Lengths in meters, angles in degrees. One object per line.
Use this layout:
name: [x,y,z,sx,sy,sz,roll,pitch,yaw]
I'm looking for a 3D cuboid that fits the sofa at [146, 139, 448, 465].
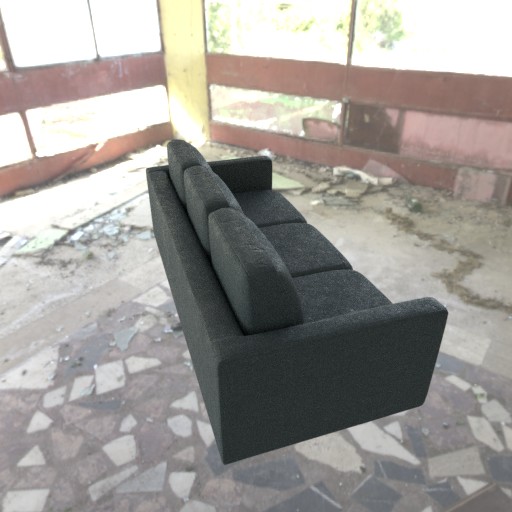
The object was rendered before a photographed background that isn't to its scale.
sofa: [0.000,0.000,2.472,0.935,0.945,2.013,-10,31,-16]
